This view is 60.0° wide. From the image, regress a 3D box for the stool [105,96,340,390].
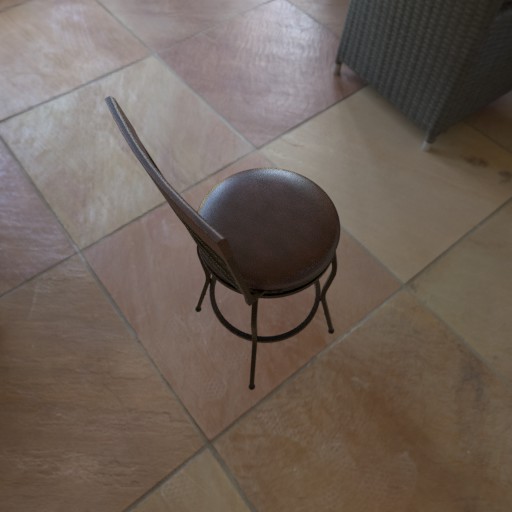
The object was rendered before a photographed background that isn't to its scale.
[{"bbox_3d":[0.000,0.000,1.394,0.513,1.130,0.448,-31,64,-17],"label":"stool"}]
